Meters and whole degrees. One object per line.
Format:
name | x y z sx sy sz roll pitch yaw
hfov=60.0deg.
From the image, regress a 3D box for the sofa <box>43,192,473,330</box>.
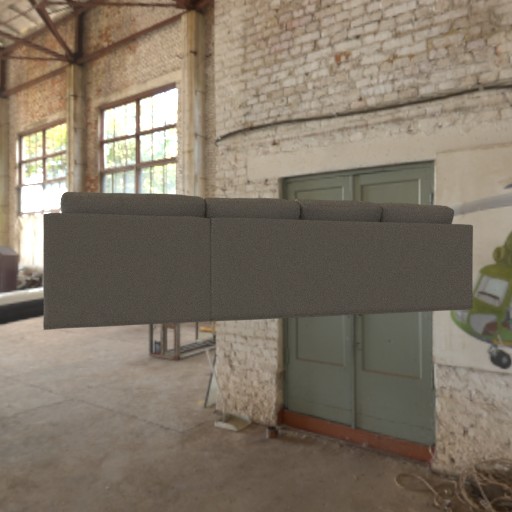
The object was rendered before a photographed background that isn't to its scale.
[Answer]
sofa | 0.000 0.000 3.857 3.177 0.867 1.622 0 0 -18
